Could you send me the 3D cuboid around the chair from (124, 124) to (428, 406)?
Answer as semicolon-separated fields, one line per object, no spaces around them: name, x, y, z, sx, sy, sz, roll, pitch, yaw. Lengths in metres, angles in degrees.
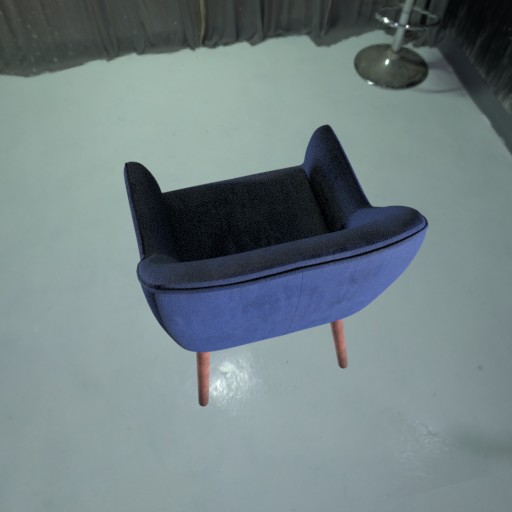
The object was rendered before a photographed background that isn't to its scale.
chair;0.000;0.000;1.222;0.600;0.820;0.600;-13;59;-8
